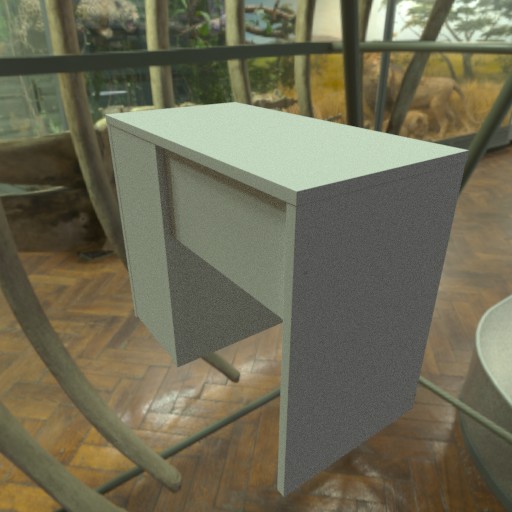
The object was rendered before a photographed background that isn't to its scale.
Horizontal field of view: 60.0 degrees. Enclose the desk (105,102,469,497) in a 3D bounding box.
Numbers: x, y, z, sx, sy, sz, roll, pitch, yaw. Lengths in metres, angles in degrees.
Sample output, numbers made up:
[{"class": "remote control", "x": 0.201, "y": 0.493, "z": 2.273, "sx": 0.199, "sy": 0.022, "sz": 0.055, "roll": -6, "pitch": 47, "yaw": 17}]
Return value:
[{"class": "desk", "x": 0.000, "y": 0.000, "z": 1.300, "sx": 0.482, "sy": 0.730, "sz": 0.898, "roll": -18, "pitch": 32, "yaw": -31}]
